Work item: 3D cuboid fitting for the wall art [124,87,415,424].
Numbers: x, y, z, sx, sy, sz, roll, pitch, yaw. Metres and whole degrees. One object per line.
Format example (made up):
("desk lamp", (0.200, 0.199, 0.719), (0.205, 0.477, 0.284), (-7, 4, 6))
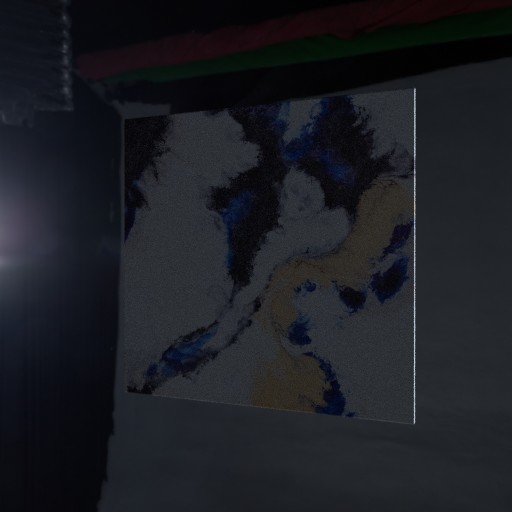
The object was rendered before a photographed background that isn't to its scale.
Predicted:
("wall art", (0.000, 0.000, 1.316), (0.887, 0.885, 0.038), (0, 0, 18))
